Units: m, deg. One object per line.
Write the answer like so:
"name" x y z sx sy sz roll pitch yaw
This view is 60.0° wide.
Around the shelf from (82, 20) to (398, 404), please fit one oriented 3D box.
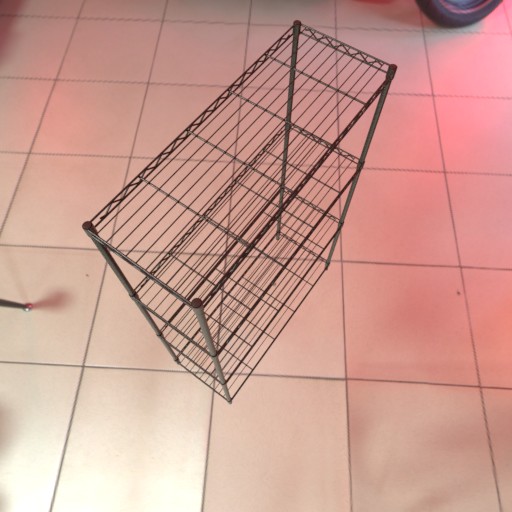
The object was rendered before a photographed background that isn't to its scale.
"shelf" 0.000 0.000 1.751 0.352 1.361 0.907 33 68 15
